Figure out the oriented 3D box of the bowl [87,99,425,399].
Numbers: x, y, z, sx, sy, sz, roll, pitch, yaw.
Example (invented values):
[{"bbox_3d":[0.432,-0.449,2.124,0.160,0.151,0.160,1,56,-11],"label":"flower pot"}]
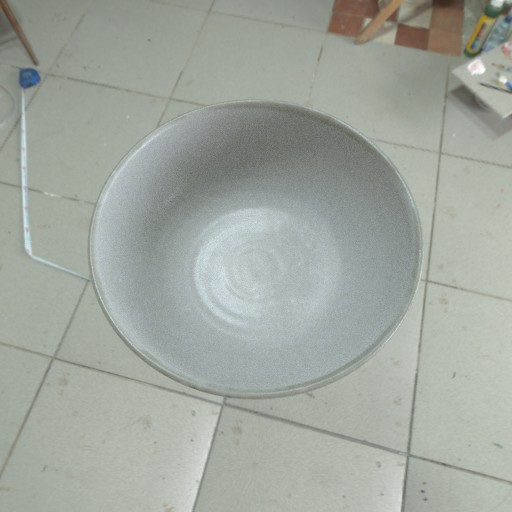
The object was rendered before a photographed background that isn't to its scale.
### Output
[{"bbox_3d":[0.000,0.000,0.409,0.268,0.121,0.268,0,65,0],"label":"bowl"}]
